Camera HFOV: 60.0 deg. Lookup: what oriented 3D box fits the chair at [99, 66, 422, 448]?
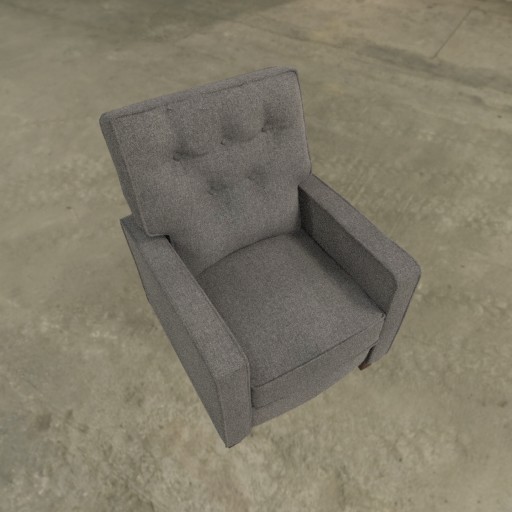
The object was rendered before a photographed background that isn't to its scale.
[{"bbox_3d":[0.000,0.000,1.382,0.650,0.889,0.775,-23,52,-20],"label":"chair"}]
